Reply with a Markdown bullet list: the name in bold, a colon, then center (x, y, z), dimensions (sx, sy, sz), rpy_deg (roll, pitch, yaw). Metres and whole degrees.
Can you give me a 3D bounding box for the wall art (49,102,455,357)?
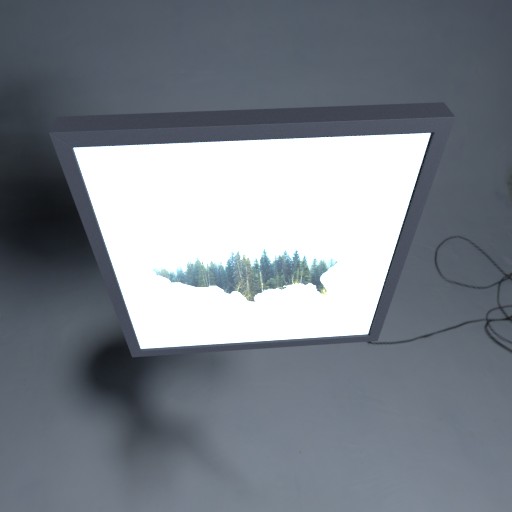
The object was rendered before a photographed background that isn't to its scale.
- **wall art**: center (0.000, 0.000, 0.749), dimensions (0.509, 0.509, 0.040), rpy_deg (-3, 46, -3)
